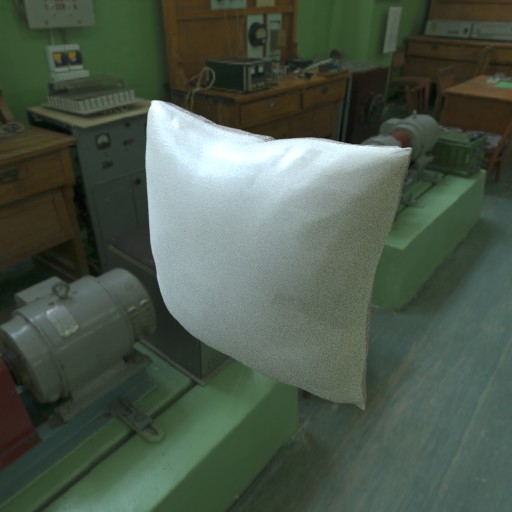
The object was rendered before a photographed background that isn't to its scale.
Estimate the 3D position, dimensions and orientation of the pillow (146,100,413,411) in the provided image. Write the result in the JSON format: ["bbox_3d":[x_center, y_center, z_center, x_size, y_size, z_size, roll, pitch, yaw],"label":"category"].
[{"bbox_3d":[0.000,0.000,0.740,0.450,0.448,0.245,21,37,31],"label":"pillow"}]
